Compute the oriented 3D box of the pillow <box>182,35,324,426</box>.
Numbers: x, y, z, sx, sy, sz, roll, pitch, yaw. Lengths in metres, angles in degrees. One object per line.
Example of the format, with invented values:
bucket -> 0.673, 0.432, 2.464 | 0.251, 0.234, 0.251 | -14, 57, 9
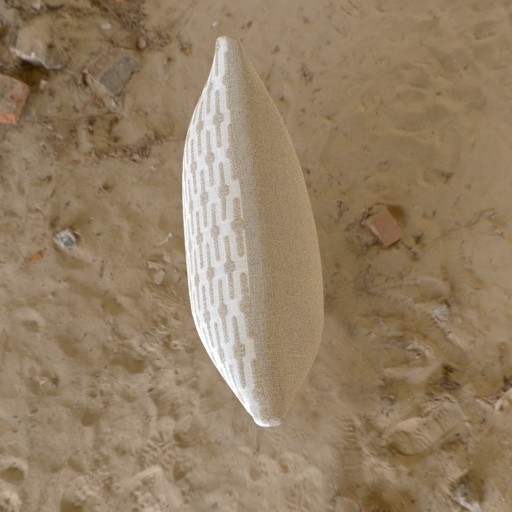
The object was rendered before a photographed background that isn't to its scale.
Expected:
pillow -> 0.000, 0.000, 0.766 | 0.219, 0.491, 0.496 | -6, 76, -2
